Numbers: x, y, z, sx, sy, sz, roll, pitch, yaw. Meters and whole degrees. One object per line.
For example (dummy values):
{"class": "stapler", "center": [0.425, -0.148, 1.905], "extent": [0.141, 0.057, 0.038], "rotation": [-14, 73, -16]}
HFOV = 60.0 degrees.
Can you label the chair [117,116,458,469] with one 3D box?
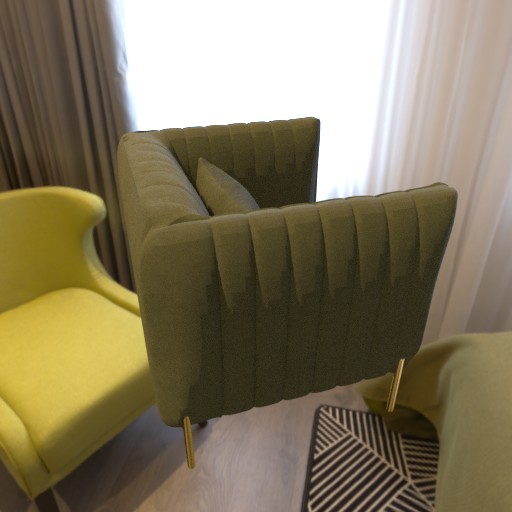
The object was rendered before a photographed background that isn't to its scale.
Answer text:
{"class": "chair", "center": [0.000, 0.000, 1.636], "extent": [0.877, 0.794, 1.032], "rotation": [-9, 31, -16]}
